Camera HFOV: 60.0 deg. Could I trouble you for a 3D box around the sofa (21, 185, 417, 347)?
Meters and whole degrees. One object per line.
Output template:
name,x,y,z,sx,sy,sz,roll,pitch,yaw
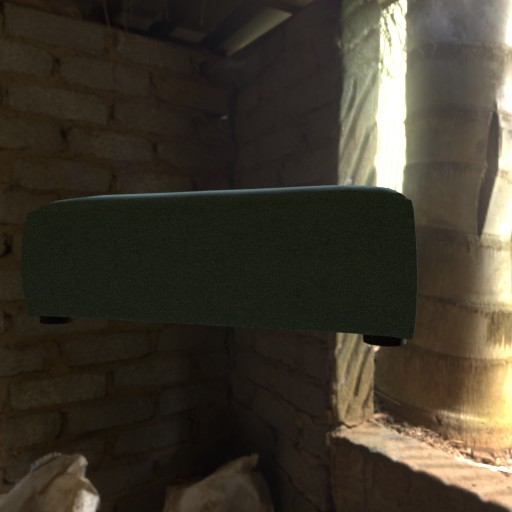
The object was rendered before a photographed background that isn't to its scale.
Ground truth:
sofa,0.000,0.000,1.404,0.930,0.330,0.930,0,1,18
